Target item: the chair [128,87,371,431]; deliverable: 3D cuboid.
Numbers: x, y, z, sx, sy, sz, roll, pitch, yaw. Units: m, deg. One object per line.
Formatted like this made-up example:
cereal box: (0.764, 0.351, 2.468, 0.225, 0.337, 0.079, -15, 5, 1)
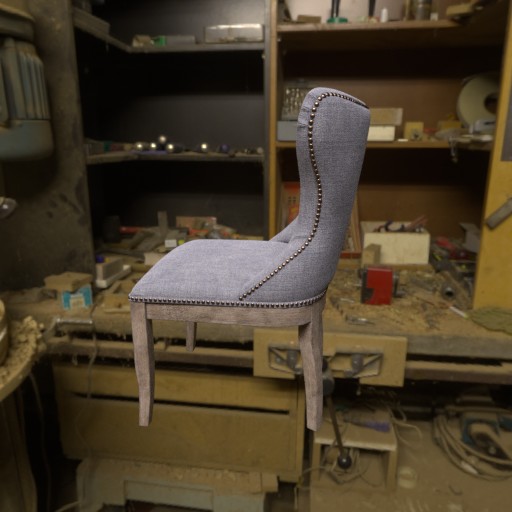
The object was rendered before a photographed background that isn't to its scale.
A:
chair: (0.000, 0.000, 1.478, 0.681, 1.002, 0.654, 2, 16, 8)
